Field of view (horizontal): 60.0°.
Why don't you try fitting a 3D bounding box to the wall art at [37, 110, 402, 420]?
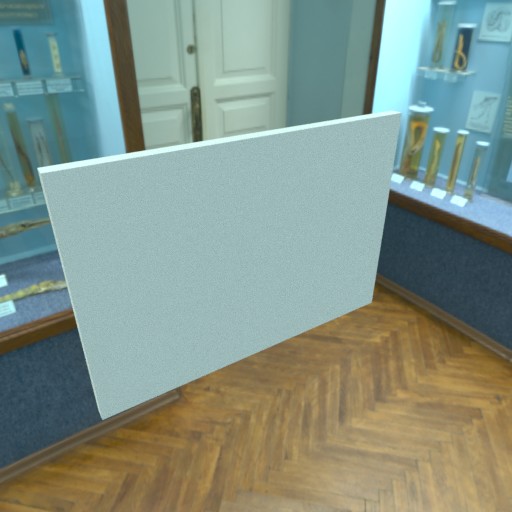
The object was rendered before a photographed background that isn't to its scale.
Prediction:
[{"bbox_3d":[0.000,0.000,1.656,1.308,0.902,0.051,-18,34,-28],"label":"wall art"}]
